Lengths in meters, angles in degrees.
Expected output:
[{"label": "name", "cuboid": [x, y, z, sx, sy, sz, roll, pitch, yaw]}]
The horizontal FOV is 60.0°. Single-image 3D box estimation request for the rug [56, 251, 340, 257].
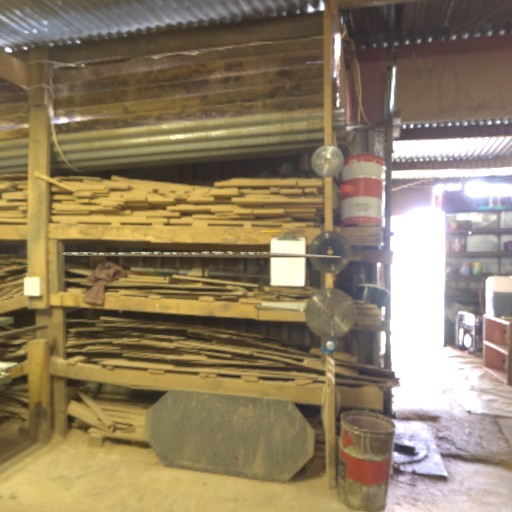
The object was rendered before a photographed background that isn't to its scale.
[{"label": "rug", "cuboid": [0.000, 0.000, 2.642, 0.774, 0.011, 2.449, 0, 0, 17]}]
